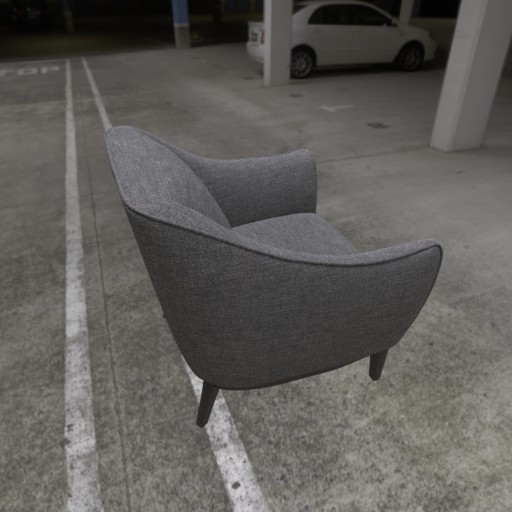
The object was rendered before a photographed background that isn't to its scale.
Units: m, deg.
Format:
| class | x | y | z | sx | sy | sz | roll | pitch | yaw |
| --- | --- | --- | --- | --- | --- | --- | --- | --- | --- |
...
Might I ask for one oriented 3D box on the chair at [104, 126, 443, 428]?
| class | x | y | z | sx | sy | sz | roll | pitch | yaw |
| --- | --- | --- | --- | --- | --- | --- | --- | --- | --- |
| chair | 0.000 | 0.000 | 1.552 | 0.851 | 0.829 | 0.870 | -12 | 35 | -17 |
